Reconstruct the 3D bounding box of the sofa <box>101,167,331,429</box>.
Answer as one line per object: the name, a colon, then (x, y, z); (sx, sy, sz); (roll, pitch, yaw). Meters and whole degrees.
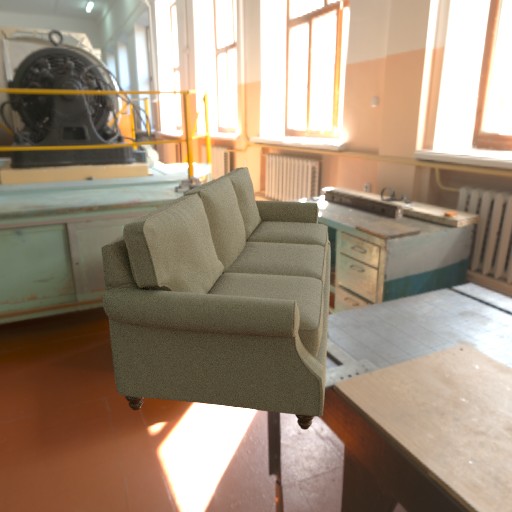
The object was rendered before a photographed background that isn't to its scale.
sofa: (0.000, 0.000, 2.877); (0.966, 0.948, 2.354); (3, 17, 9)
